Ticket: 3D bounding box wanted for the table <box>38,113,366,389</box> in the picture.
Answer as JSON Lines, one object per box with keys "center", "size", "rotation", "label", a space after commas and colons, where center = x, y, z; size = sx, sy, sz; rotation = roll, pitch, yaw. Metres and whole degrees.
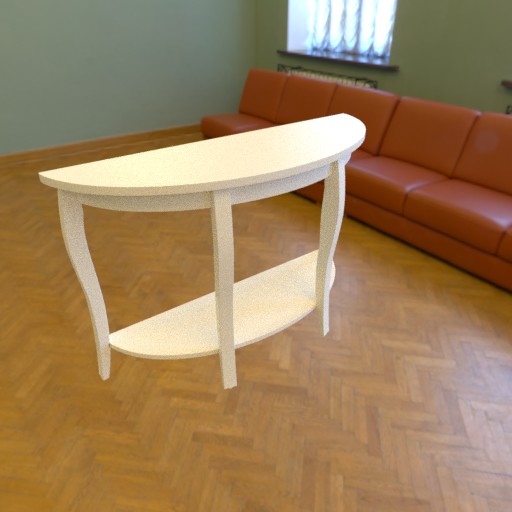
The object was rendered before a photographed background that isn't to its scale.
{"center": [0.000, 0.000, 1.609], "size": [1.219, 0.780, 0.394], "rotation": [-21, 36, -31], "label": "table"}
